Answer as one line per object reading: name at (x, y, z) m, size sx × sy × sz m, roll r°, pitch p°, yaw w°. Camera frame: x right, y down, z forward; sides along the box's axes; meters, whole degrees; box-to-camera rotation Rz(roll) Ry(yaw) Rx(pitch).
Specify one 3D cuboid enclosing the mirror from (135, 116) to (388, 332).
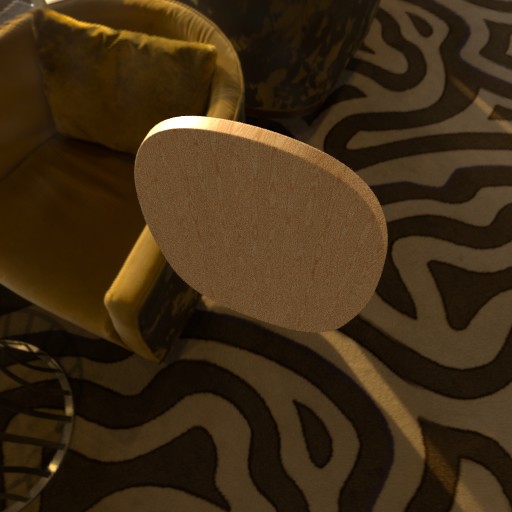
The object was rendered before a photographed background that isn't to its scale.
mirror at (0.000, 0.000, 1.360) m, size 0.724 × 1.075 × 0.037 m, roll 18°, pitch 65°, yaw 9°
